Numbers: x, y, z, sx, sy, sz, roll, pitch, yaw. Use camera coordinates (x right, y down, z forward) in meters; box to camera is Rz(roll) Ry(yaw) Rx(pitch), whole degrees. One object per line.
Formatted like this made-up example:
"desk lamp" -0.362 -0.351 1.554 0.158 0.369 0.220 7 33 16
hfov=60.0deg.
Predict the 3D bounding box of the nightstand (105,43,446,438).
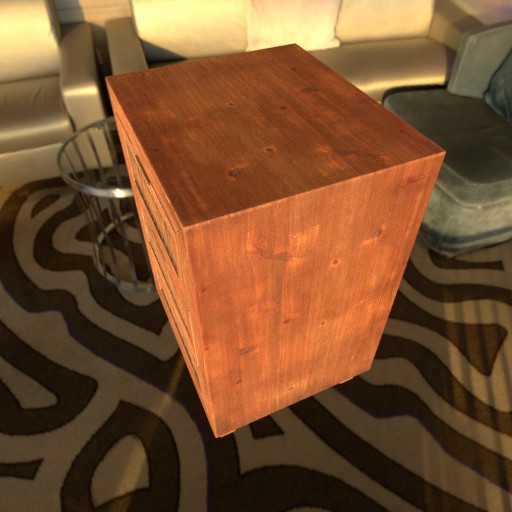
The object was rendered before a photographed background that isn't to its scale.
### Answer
"nightstand" 0.000 0.000 0.984 0.410 0.695 0.465 -18 48 -17
